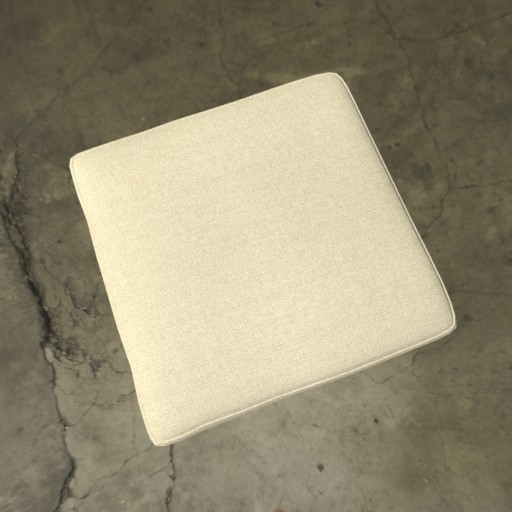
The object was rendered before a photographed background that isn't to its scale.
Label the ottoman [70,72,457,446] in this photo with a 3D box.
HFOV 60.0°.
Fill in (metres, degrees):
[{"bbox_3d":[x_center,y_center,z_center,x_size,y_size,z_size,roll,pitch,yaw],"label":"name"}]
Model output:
[{"bbox_3d":[0.000,0.000,1.354,0.838,0.478,0.838,-20,77,-5],"label":"ottoman"}]
